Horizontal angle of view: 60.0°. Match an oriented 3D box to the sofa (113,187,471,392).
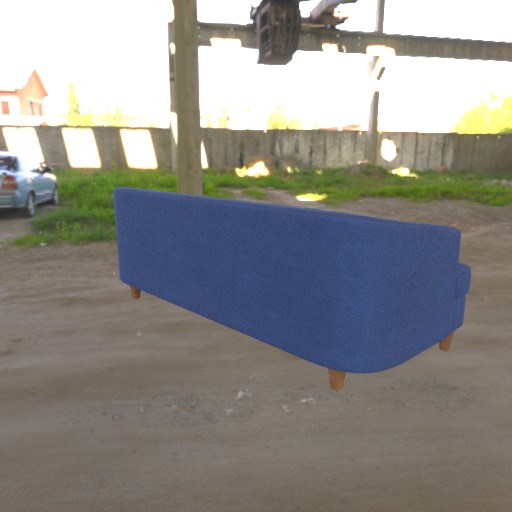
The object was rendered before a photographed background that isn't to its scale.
[{"bbox_3d":[0.000,0.000,2.726,0.914,0.787,2.235,-13,18,-43],"label":"sofa"}]
